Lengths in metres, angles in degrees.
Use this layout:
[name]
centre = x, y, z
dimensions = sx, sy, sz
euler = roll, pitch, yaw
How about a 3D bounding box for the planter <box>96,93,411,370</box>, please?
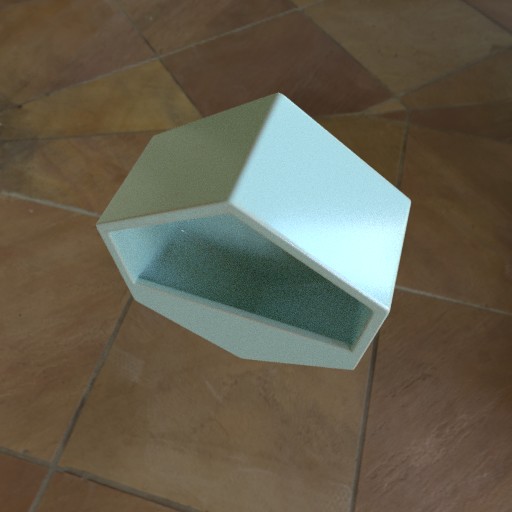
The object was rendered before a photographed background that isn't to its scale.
[planter]
centre = 0.000, 0.000, 0.299
dimensions = 0.169, 0.207, 0.078
euler = 16, 60, 10
